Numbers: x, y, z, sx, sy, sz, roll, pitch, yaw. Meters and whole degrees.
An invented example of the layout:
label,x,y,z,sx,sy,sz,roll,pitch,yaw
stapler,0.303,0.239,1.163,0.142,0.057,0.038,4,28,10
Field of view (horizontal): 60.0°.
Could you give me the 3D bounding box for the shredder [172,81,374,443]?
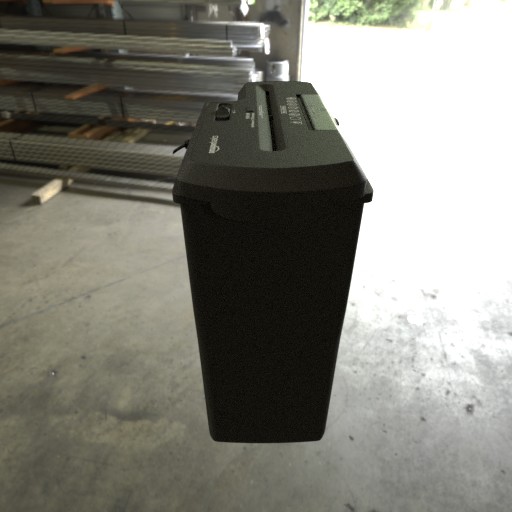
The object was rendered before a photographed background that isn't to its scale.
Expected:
label,x,y,z,sx,sy,sz,roll,pitch,yaw
shredder,0.000,0.000,0.507,0.170,0.335,0.320,0,32,0
